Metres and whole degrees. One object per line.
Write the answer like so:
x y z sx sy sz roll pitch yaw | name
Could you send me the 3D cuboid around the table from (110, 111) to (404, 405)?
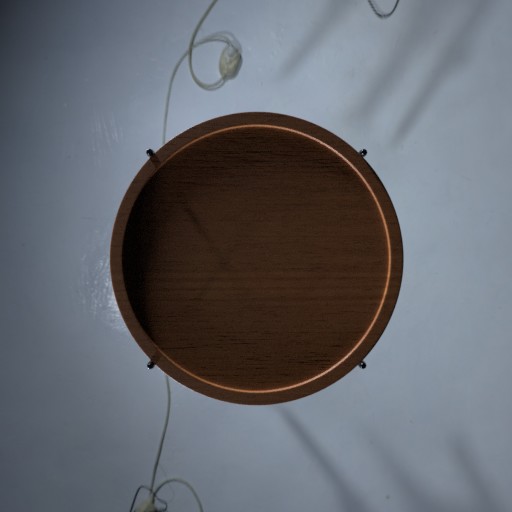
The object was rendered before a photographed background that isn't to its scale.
0.000 0.000 0.889 0.400 0.623 0.400 0 91 0 | table
